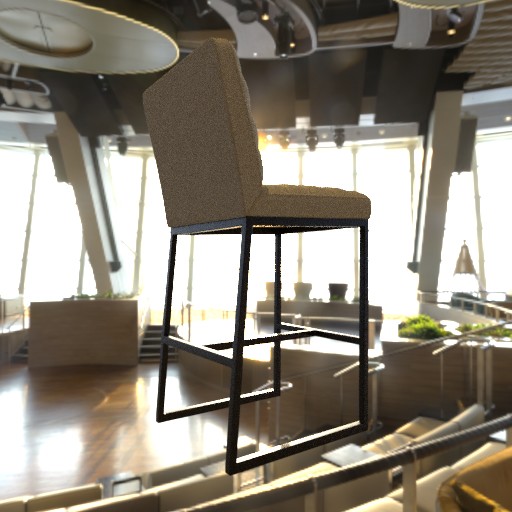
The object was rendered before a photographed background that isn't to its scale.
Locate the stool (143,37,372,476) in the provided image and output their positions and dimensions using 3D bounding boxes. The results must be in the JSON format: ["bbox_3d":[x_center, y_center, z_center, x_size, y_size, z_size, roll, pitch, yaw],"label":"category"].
[{"bbox_3d":[0.000,0.000,1.357,0.560,1.040,0.460,1,-1,-36],"label":"stool"}]
